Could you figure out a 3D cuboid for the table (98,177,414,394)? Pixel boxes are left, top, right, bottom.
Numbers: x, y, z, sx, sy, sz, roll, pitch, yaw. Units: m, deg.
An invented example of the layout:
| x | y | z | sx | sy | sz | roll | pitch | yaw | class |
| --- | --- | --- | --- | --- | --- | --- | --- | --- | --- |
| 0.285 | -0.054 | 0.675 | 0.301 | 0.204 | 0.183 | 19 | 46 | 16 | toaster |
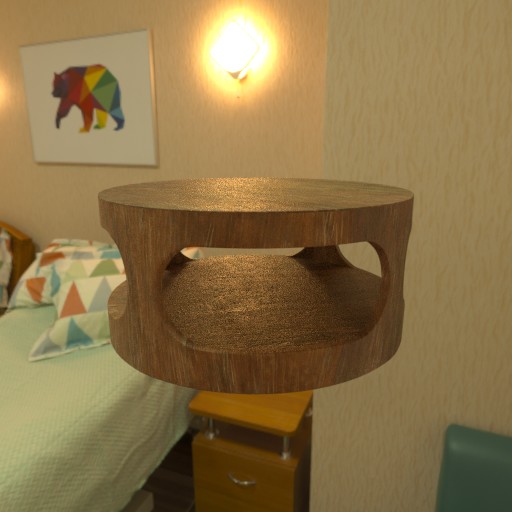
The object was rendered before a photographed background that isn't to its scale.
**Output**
| x | y | z | sx | sy | sz | roll | pitch | yaw | class |
| --- | --- | --- | --- | --- | --- | --- | --- | --- | --- |
| 0.000 | 0.000 | 1.498 | 0.974 | 0.450 | 0.974 | 0 | 14 | 0 | table |
